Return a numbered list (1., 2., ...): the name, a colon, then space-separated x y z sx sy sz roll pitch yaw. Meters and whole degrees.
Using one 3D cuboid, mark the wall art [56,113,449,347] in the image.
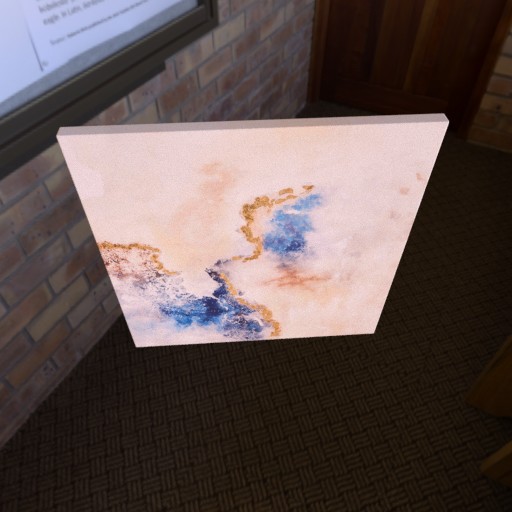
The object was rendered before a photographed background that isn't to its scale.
1. wall art: 0.000 0.000 1.338 0.889 0.889 0.038 -3 47 -3
